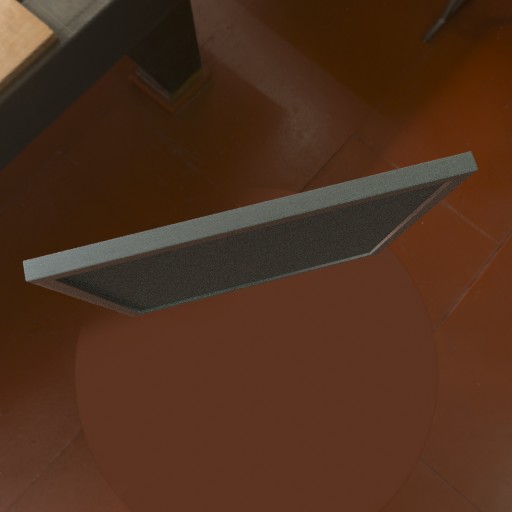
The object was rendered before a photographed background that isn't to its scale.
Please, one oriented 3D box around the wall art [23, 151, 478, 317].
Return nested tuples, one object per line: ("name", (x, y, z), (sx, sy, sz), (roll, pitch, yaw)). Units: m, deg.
("wall art", (0.000, 0.000, 0.752), (0.556, 0.457, 0.028), (-14, 78, -3))
